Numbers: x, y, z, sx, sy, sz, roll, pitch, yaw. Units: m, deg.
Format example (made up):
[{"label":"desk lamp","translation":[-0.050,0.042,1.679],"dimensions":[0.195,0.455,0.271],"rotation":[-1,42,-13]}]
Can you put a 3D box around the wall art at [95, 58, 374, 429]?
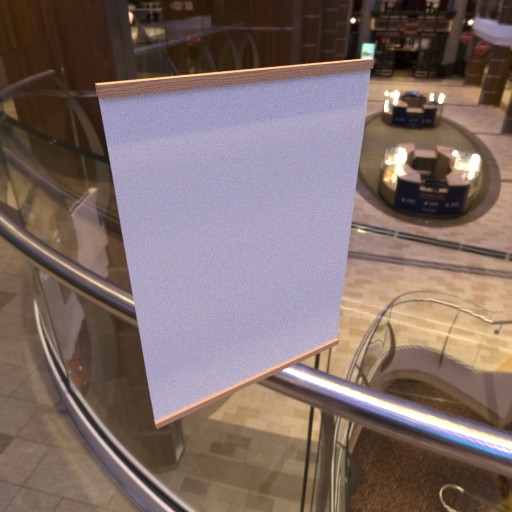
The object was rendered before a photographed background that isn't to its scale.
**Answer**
[{"label":"wall art","translation":[0.000,0.000,1.298],"dimensions":[0.739,1.016,0.020],"rotation":[-18,35,-27]}]
